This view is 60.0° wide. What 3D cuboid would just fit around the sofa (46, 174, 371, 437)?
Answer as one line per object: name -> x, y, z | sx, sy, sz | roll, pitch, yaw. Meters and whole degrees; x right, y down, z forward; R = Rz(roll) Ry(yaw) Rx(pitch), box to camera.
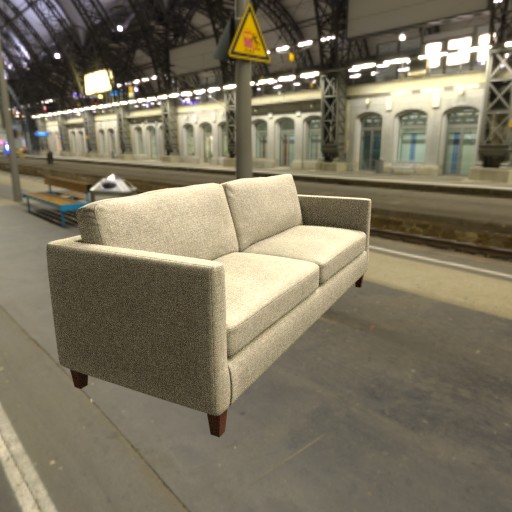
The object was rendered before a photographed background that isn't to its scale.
sofa -> 0.000, 0.000, 2.903 | 0.948, 0.951, 2.434 | 7, 16, 27
